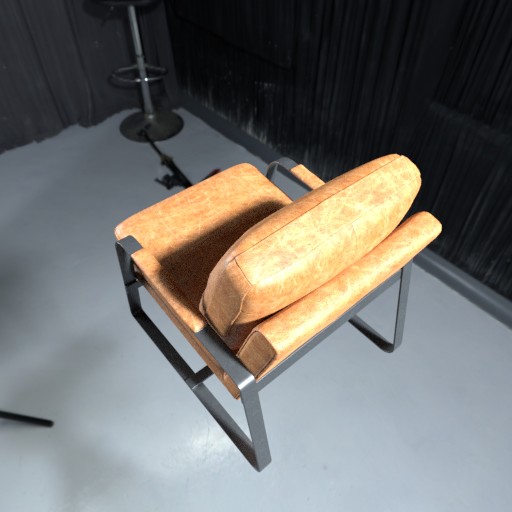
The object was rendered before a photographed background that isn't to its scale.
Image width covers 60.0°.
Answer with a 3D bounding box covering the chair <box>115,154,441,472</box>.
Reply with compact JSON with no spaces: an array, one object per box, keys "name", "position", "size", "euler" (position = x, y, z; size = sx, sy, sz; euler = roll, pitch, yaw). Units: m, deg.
[{"name":"chair","position":[0.000,0.000,1.355],"size":[0.651,0.777,0.801],"euler":[-32,55,-26]}]
